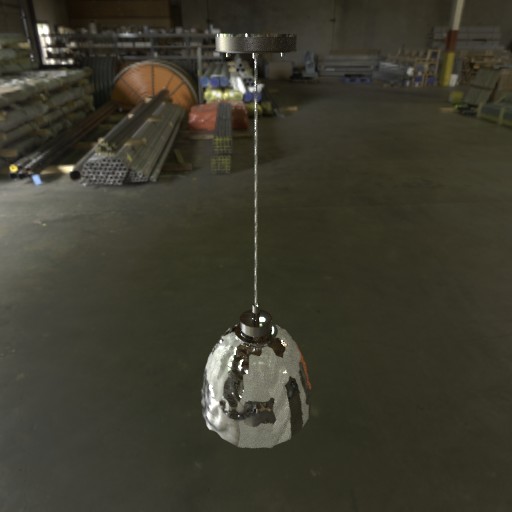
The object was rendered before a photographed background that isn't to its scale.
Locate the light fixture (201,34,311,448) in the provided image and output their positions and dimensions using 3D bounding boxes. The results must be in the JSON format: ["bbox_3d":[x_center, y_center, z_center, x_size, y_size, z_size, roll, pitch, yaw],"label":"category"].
[{"bbox_3d":[0.000,0.000,1.688,0.496,1.511,0.500,-8,28,-16],"label":"light fixture"}]
